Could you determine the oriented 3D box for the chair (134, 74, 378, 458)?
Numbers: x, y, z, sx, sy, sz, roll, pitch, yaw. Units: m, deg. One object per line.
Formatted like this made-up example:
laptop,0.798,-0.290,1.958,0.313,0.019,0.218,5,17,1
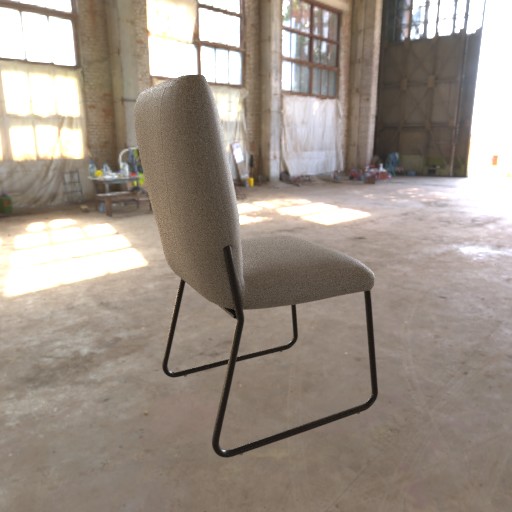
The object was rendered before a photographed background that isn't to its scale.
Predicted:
chair,0.000,0.000,1.214,0.560,0.864,0.448,-8,16,-27
